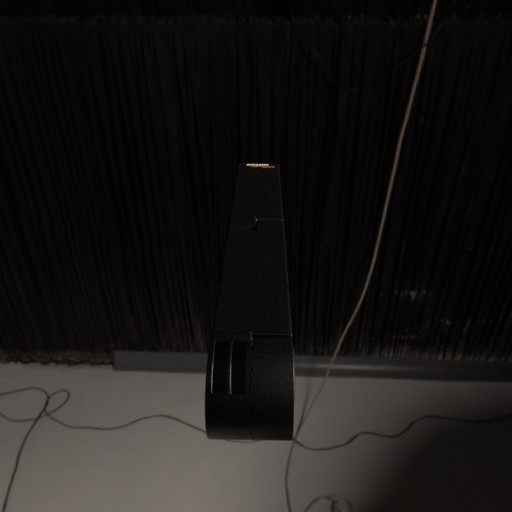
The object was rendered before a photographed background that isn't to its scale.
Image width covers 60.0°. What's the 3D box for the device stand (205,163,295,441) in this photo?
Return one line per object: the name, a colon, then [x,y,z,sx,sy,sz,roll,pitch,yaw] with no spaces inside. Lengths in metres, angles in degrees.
device stand: [0.000,0.000,0.197,0.026,0.030,0.179,1,32,1]
